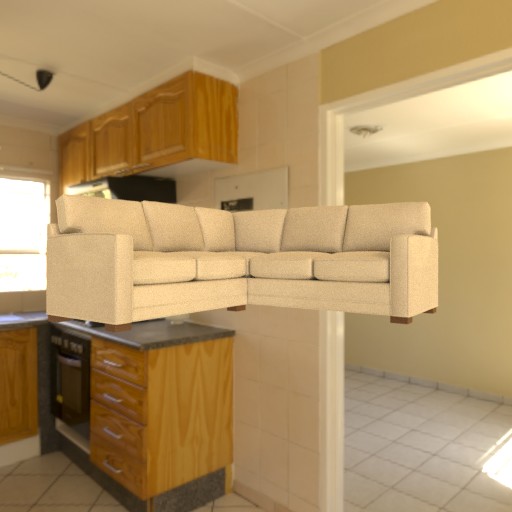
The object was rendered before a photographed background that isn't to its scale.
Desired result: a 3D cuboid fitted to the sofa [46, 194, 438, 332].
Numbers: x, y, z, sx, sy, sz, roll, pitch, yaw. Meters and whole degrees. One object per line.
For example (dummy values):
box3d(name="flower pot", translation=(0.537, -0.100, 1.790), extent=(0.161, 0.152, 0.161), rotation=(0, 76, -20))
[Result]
box3d(name="sofa", translation=(0.000, 0.000, 3.441), extent=(2.189, 0.939, 2.182), rotation=(0, 0, 36))
